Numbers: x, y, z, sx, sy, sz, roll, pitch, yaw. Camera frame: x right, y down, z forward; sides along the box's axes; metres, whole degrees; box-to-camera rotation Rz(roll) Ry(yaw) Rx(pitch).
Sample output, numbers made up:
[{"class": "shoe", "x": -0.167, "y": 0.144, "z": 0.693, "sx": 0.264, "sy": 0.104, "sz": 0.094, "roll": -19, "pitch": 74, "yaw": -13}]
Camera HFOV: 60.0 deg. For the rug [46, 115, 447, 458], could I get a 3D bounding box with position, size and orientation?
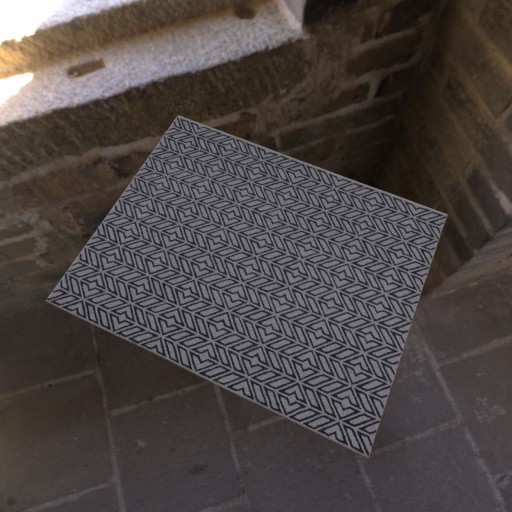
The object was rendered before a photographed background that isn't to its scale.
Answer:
[{"class": "rug", "x": 0.000, "y": 0.000, "z": 4.179, "sx": 3.045, "sy": 0.008, "sz": 2.421, "roll": 23, "pitch": 66, "yaw": 11}]
